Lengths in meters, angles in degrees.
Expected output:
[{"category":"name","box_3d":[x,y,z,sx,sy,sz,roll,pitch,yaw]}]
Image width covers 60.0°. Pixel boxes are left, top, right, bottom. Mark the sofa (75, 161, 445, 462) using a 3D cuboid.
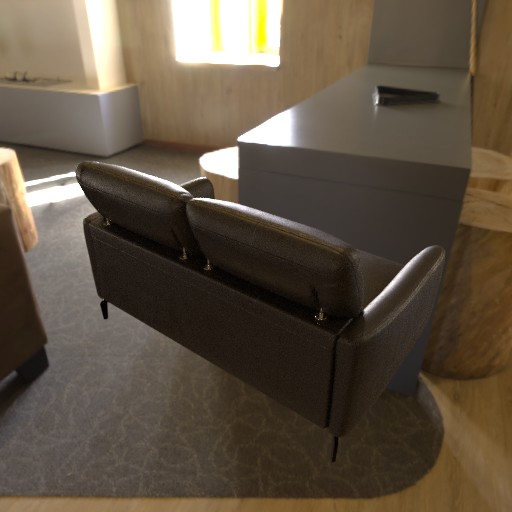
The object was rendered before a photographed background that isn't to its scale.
[{"category":"sofa","box_3d":[0.000,0.000,2.186,1.596,0.920,0.958,21,36,32]}]
